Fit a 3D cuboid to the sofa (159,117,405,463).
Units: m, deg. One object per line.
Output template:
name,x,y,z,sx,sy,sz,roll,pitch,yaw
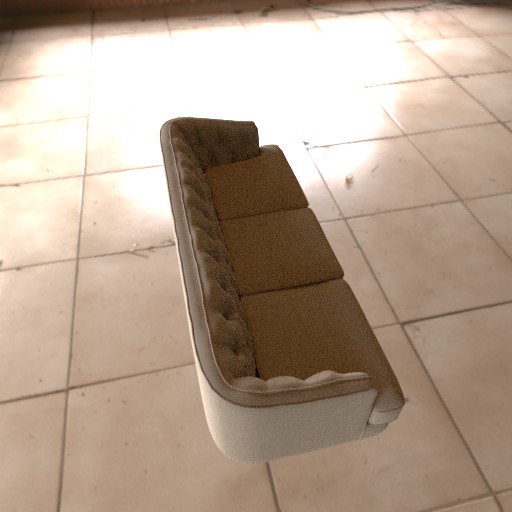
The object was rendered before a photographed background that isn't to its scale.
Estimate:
sofa,0.000,0.000,2.756,0.941,0.855,2.278,-10,47,-9
